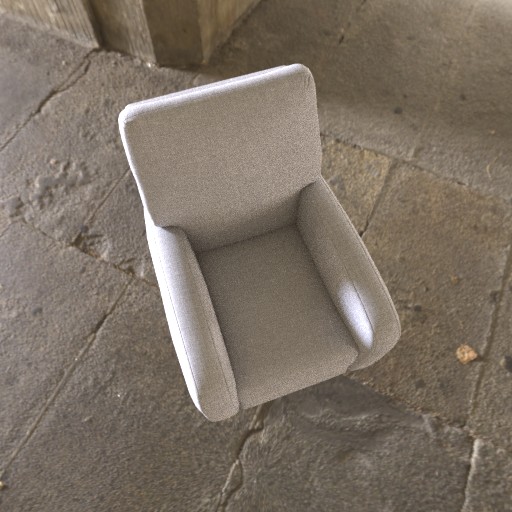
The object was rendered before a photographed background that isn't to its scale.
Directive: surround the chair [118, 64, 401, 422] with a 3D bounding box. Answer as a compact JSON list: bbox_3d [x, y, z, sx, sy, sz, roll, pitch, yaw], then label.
[{"bbox_3d":[0.000,0.000,1.686,0.762,0.990,0.990,-18,65,-8],"label":"chair"}]
